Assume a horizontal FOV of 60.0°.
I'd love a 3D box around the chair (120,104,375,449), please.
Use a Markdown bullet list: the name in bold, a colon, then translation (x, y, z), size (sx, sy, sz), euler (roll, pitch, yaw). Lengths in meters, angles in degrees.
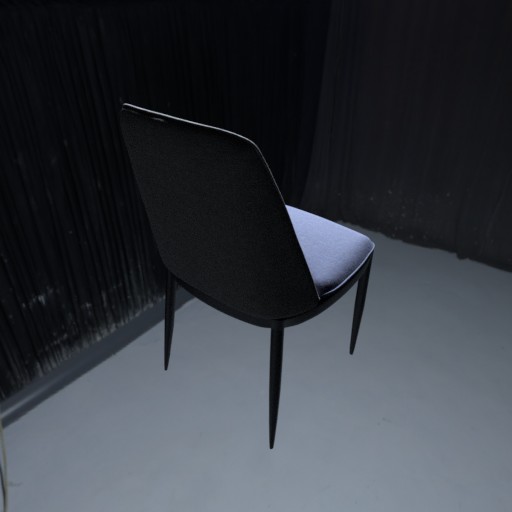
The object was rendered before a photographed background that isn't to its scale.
- **chair**: translation (0.000, 0.000, 1.187), size (0.488, 0.855, 0.550), euler (25, 40, 33)
